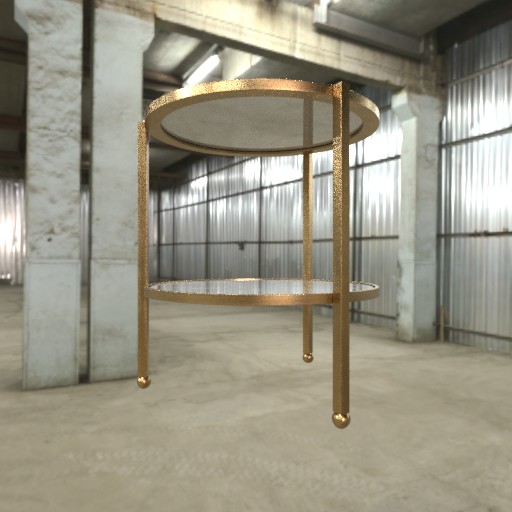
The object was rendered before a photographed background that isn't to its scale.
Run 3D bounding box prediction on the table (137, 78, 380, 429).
[{"bbox_3d":[0.000,0.000,0.451,0.243,0.269,0.231,0,0,0],"label":"table"}]
